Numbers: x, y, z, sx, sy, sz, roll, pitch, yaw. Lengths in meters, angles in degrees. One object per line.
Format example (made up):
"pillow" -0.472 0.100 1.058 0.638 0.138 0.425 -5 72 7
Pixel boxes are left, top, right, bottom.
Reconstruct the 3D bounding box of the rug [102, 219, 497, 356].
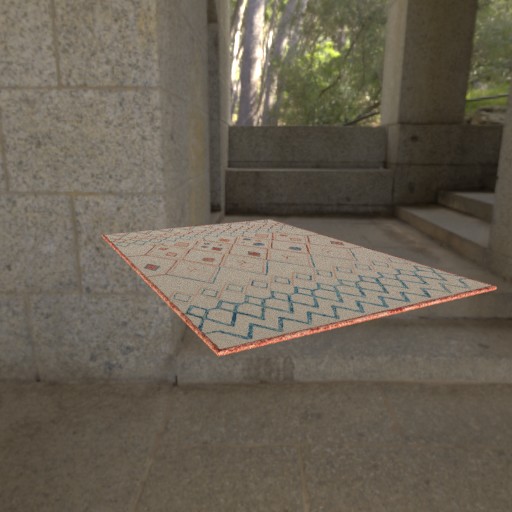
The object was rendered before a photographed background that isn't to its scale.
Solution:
"rug" 0.000 0.000 2.280 1.219 0.016 1.829 -8 16 -27
